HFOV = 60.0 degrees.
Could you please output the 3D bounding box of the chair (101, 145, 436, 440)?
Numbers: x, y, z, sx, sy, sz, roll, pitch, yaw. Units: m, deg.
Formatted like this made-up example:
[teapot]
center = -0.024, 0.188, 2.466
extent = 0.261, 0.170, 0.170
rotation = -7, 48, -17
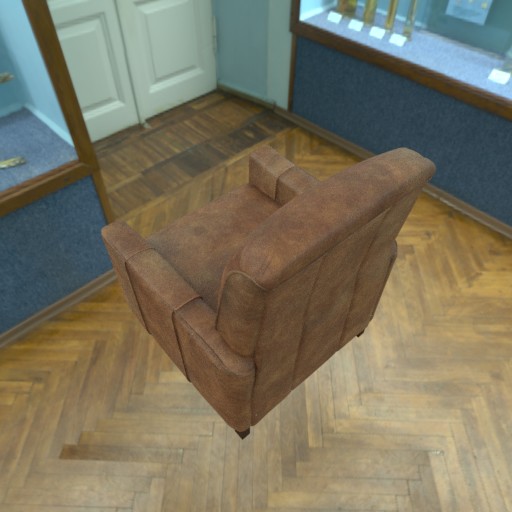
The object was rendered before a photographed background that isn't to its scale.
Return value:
[chair]
center = 0.000, 0.000, 1.674
extent = 0.843, 1.043, 0.836
rotation = -33, 55, -27
